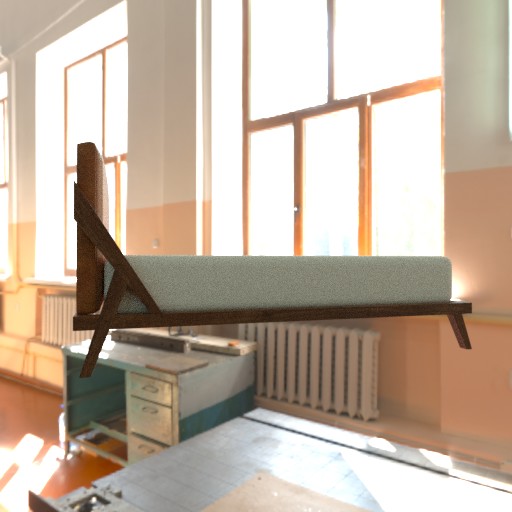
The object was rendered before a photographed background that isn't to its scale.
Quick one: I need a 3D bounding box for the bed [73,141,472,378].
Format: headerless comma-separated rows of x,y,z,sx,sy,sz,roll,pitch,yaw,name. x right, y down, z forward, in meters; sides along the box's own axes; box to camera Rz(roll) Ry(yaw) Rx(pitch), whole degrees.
0.000,0.000,3.215,2.311,1.168,1.651,0,0,-17,bed
